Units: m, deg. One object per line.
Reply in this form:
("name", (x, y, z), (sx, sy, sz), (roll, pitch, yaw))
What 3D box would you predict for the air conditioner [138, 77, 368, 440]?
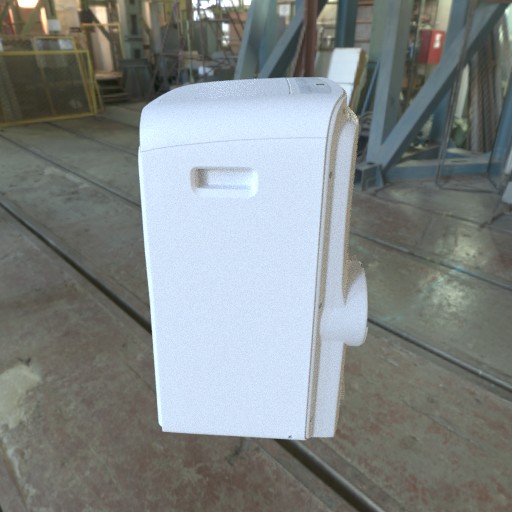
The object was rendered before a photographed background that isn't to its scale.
("air conditioner", (0.000, 0.000, 1.052), (0.467, 0.765, 0.478), (1, 27, 2))
